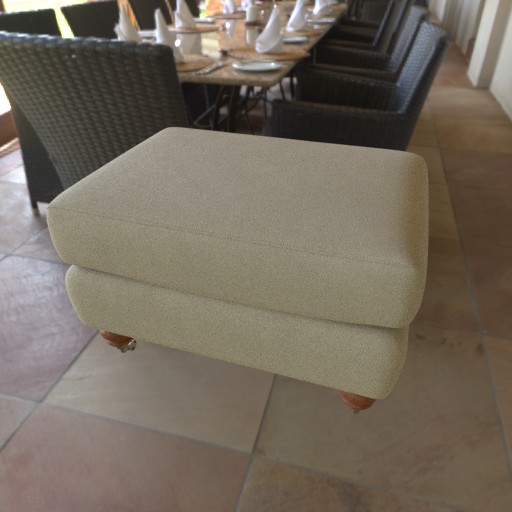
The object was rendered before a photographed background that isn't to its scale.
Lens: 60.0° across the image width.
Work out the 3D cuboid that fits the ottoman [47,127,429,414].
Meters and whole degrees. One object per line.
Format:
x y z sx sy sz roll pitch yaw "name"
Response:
0.000 0.000 1.132 0.773 0.504 0.569 10 35 15 "ottoman"
